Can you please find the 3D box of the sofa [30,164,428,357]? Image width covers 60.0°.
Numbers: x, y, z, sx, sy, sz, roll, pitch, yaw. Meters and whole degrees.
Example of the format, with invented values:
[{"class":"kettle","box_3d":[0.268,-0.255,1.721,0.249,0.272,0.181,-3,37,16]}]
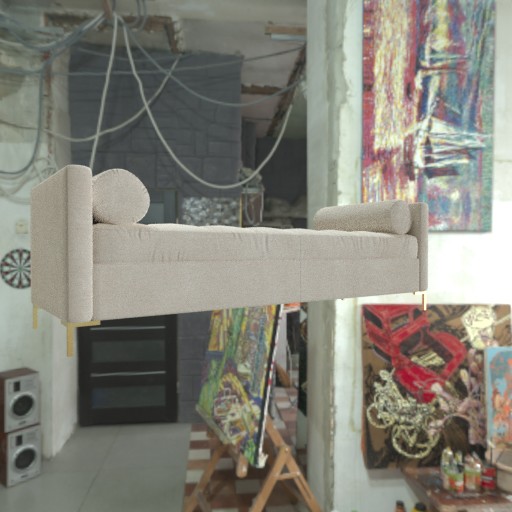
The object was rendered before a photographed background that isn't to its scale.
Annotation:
[{"class":"sofa","box_3d":[0.000,0.000,2.267,1.981,0.635,0.686,0,1,-36]}]
